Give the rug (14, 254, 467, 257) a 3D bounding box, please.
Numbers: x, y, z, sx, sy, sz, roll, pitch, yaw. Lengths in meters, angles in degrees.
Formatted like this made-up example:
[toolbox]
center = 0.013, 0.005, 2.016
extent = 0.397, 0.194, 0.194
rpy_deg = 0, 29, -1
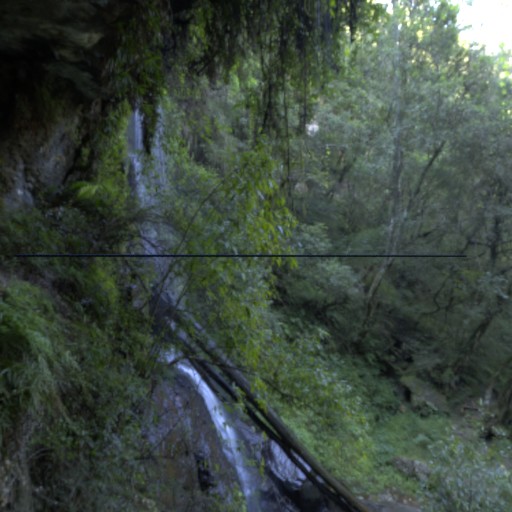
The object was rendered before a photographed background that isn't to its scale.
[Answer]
[rug]
center = 0.000, 0.000, 2.635
extent = 2.448, 0.012, 0.769
rpy_deg = 0, 0, -19
